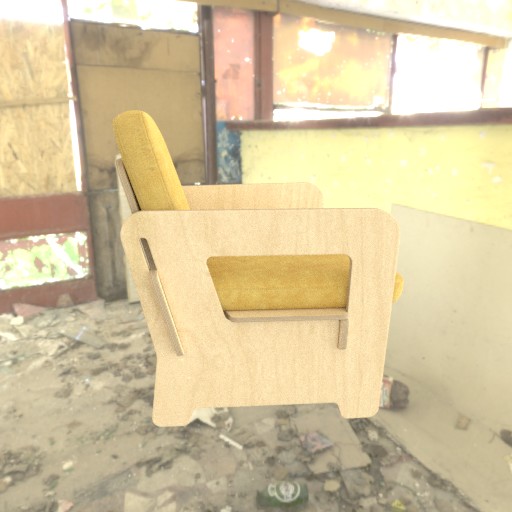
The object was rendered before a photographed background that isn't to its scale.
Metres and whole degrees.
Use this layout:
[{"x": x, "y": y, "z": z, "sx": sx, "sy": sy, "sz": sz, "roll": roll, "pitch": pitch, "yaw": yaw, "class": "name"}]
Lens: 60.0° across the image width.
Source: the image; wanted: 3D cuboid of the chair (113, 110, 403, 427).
[{"x": 0.000, "y": 0.000, "z": 1.300, "sx": 0.710, "sy": 0.800, "sz": 0.590, "roll": -3, "pitch": 16, "yaw": -9, "class": "chair"}]
